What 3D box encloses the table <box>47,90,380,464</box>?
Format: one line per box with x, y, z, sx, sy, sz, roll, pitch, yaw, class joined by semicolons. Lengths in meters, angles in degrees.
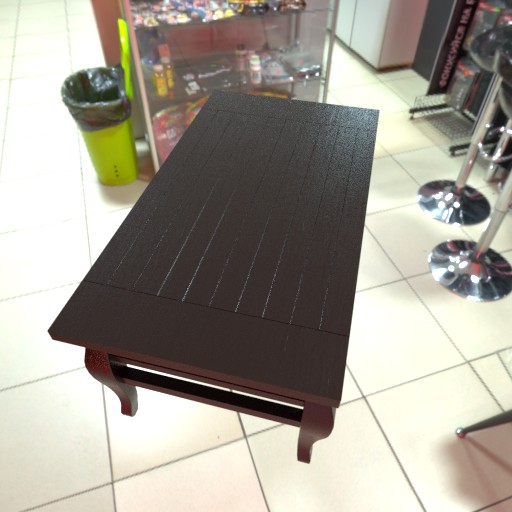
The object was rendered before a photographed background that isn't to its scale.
0.000;0.000;1.362;0.600;0.494;1.062;11;47;10;table
